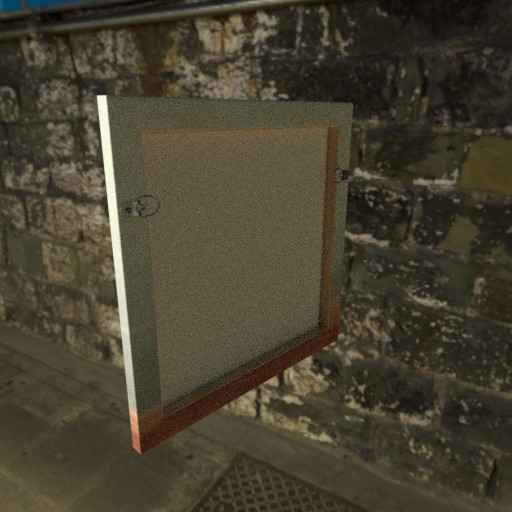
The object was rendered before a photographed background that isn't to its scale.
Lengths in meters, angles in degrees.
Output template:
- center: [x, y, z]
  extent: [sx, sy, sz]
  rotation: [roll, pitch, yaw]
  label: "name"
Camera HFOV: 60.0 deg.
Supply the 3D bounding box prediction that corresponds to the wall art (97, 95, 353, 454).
- center: [0.000, 0.000, 0.911]
  extent: [0.605, 0.605, 0.034]
  rotation: [-17, 24, -42]
  label: "wall art"
